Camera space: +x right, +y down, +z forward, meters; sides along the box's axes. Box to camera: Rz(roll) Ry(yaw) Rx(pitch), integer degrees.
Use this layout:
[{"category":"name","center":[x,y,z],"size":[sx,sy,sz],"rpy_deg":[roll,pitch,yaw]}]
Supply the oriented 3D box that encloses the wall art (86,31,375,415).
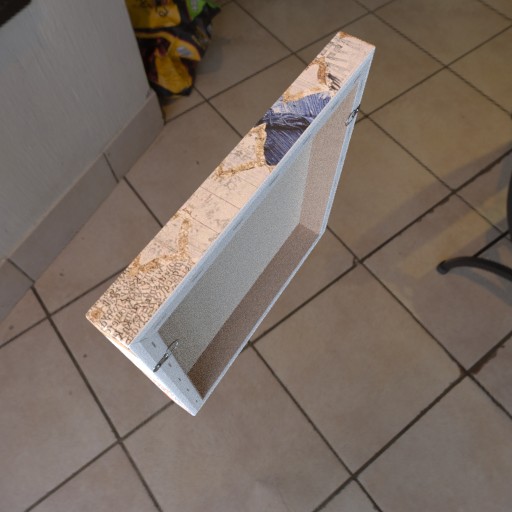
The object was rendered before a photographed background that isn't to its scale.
[{"category":"wall art","center":[0.000,0.000,0.445],"size":[0.036,0.304,0.303],"rpy_deg":[31,67,15]}]
